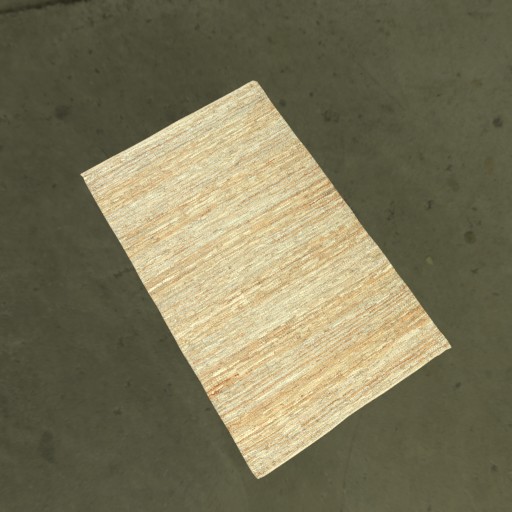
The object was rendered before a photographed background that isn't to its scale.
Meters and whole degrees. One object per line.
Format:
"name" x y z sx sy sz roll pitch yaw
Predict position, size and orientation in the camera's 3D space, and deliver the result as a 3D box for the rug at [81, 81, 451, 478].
"rug" 0.000 0.000 3.103 1.529 0.009 2.446 -31 77 -8
